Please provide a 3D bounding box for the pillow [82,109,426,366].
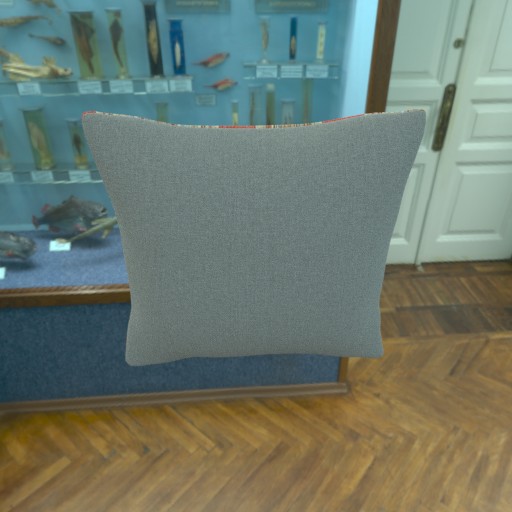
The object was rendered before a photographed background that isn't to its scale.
[{"bbox_3d":[0.000,0.000,0.653,0.437,0.419,0.136,-1,31,-2],"label":"pillow"}]
